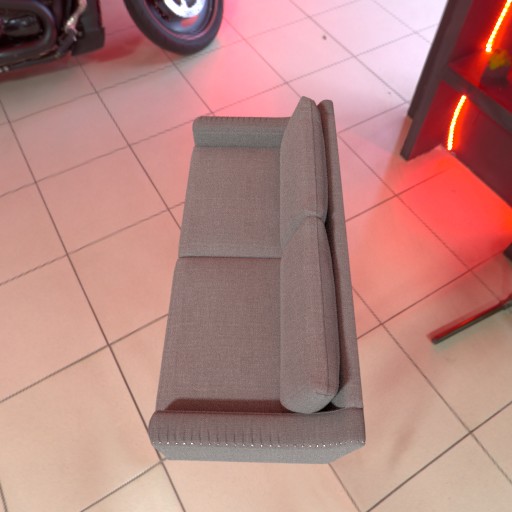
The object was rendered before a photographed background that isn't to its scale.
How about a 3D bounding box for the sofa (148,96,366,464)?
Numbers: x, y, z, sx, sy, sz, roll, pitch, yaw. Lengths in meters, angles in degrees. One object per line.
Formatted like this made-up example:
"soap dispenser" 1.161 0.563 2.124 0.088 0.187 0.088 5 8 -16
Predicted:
"sofa" 0.000 0.000 2.698 1.000 0.857 2.208 1 58 1
